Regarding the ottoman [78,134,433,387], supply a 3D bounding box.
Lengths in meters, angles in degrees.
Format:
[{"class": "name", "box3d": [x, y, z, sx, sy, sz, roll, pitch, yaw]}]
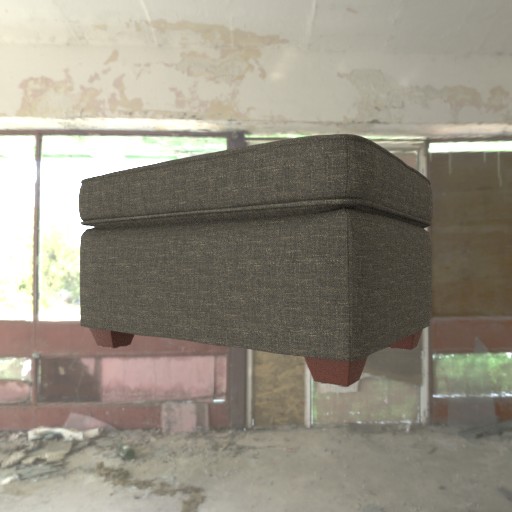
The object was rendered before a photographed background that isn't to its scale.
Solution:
[{"class": "ottoman", "box3d": [0.000, 0.000, 1.102, 0.749, 0.450, 0.549, -1, -1, 34]}]
